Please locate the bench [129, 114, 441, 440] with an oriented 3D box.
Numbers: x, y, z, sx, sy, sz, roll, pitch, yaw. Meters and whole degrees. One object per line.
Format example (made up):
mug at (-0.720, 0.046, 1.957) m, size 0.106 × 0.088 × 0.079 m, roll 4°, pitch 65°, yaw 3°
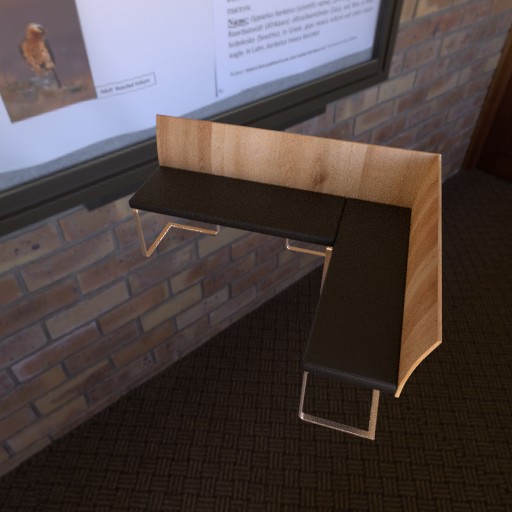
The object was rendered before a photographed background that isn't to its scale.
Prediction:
bench at (0.000, 0.000, 2.749) m, size 1.945 × 0.930 × 1.495 m, roll 12°, pitch 44°, yaw 13°
